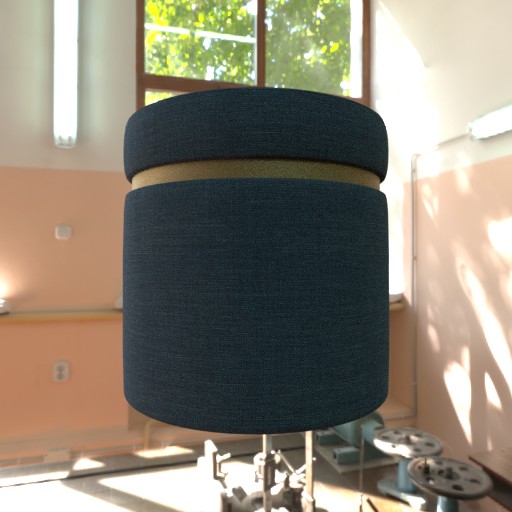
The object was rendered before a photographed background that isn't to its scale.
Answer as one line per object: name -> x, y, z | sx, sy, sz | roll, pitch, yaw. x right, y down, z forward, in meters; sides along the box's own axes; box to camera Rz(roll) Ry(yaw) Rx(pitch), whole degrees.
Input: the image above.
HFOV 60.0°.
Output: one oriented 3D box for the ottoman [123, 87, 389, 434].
ottoman -> 0.000, 0.000, 0.691 | 0.398, 0.406, 0.398 | 0, 0, 0
